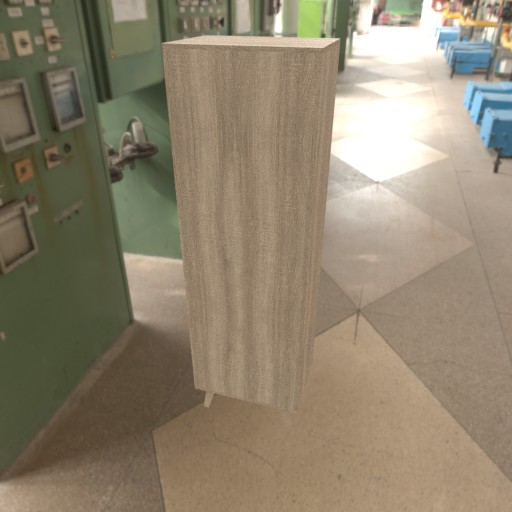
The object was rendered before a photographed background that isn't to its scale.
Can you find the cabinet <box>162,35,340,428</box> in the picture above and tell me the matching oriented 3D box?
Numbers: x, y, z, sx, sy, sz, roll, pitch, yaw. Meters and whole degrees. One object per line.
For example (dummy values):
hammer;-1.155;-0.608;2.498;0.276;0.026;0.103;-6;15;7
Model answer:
cabinet;0.000;0.000;2.111;0.570;1.850;0.400;9;31;15
